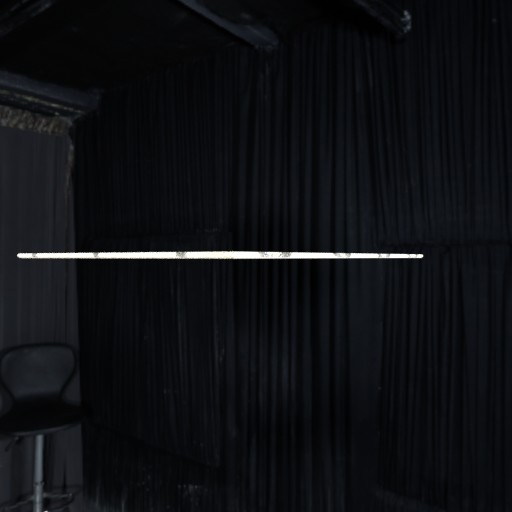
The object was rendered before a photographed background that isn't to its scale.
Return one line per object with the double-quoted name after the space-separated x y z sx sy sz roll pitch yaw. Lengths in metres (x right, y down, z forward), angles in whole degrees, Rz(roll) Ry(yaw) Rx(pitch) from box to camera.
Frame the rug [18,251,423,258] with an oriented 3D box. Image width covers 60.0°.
0.000 0.000 2.906 1.501 0.024 2.348 0 0 36 "rug"
